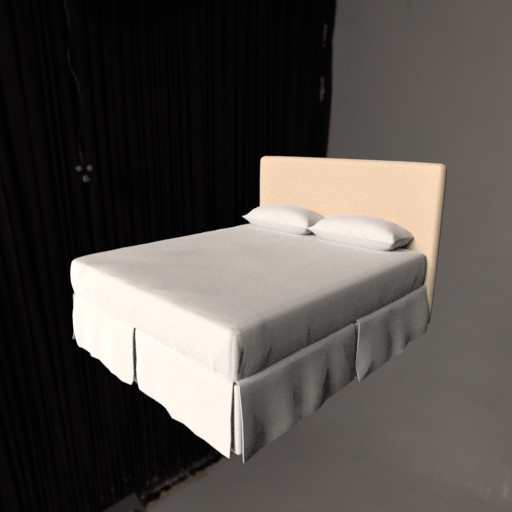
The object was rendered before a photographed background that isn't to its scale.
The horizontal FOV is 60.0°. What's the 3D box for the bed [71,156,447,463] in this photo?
[{"bbox_3d":[0.000,0.000,3.259,1.884,1.330,2.142,15,21,43],"label":"bed"}]
